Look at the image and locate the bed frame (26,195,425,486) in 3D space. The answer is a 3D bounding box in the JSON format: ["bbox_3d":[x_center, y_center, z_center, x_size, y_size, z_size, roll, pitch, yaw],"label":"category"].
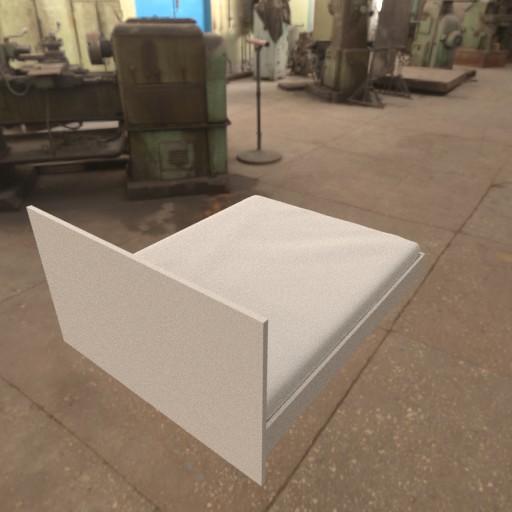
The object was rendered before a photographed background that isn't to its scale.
[{"bbox_3d":[0.000,0.000,3.059,1.711,1.001,2.100,21,36,32],"label":"bed frame"}]
